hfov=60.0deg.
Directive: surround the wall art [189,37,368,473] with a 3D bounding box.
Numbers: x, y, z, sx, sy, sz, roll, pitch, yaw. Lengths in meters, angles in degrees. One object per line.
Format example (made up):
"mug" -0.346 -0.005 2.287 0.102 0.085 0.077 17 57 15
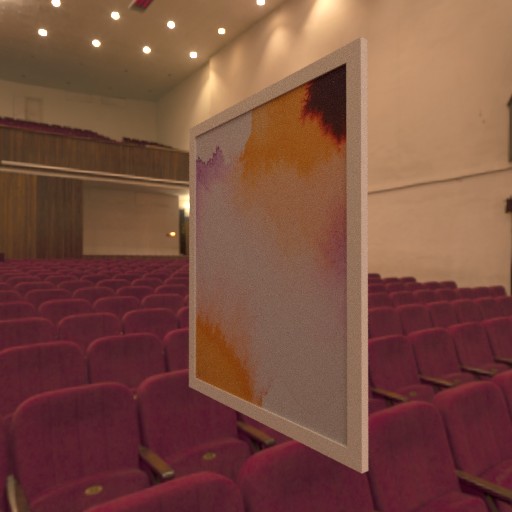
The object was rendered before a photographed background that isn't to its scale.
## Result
"wall art" 0.000 0.000 0.765 0.012 0.557 0.482 1 -1 -35
